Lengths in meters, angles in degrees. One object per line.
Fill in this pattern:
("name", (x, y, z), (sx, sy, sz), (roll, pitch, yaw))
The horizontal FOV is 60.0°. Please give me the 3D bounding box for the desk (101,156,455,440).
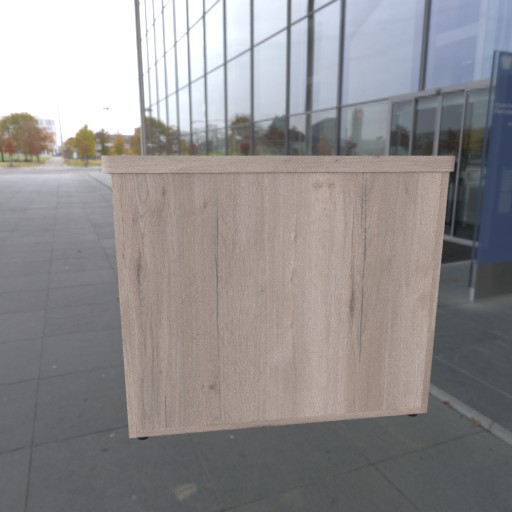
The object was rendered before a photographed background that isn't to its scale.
("desk", (0.000, 0.000, 1.733), (0.900, 0.760, 1.169), (-2, 13, -8))
